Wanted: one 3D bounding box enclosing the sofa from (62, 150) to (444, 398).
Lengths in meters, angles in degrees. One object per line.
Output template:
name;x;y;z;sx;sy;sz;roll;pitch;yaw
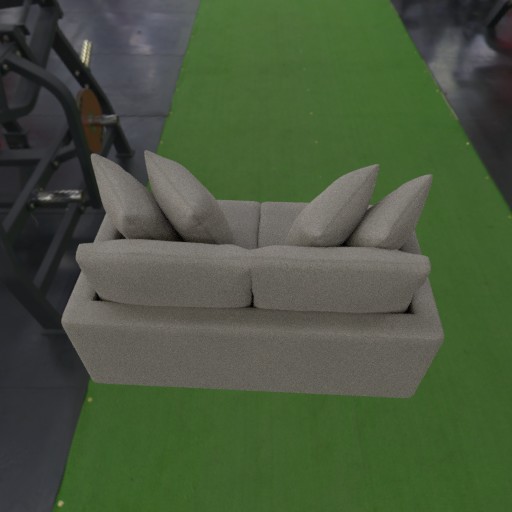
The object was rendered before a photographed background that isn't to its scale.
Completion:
sofa;0.000;0.000;2.607;1.869;1.080;1.228;2;47;2
